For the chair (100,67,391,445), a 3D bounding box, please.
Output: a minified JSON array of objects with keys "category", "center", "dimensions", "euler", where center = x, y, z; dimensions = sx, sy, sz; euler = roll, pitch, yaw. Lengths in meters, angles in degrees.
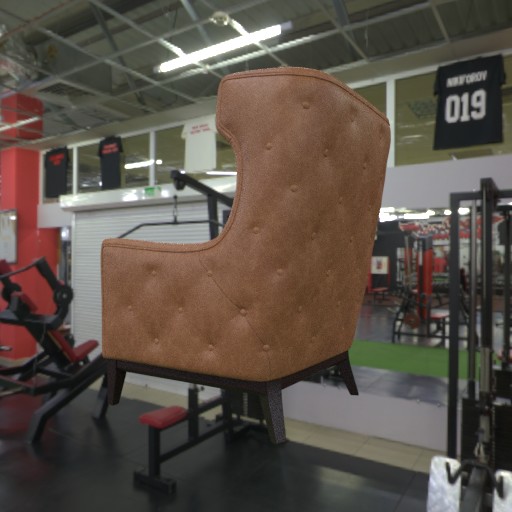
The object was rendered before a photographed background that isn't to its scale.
[{"category":"chair","center":[0.000,0.000,1.663],"dimensions":[0.899,1.079,0.766],"euler":[0,0,35]}]
